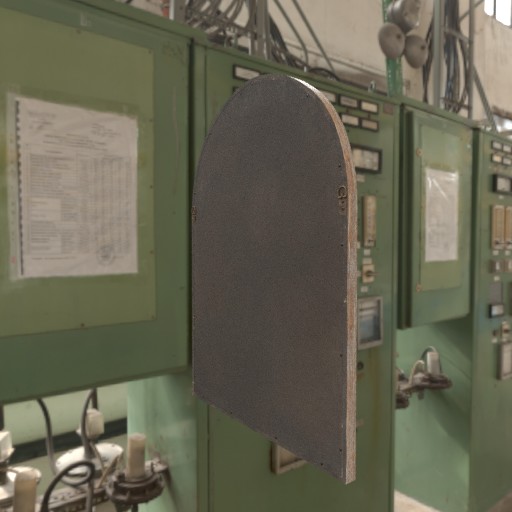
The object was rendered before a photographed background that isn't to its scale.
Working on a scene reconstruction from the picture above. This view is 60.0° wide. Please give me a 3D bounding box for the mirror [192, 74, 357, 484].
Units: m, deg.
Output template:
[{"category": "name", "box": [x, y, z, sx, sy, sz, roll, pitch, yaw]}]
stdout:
[{"category": "mirror", "box": [0.000, 0.000, 1.169, 0.032, 0.920, 0.660, -1, 2, -36]}]
